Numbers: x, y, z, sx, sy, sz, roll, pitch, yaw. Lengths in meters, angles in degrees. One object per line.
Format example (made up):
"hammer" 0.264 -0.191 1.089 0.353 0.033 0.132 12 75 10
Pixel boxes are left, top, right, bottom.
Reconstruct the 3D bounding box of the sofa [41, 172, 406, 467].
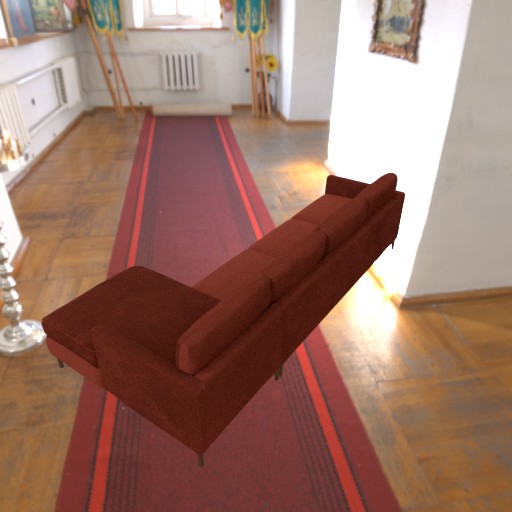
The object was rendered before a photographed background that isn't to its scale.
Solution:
"sofa" 0.000 0.000 3.504 1.350 0.810 2.932 21 37 30
